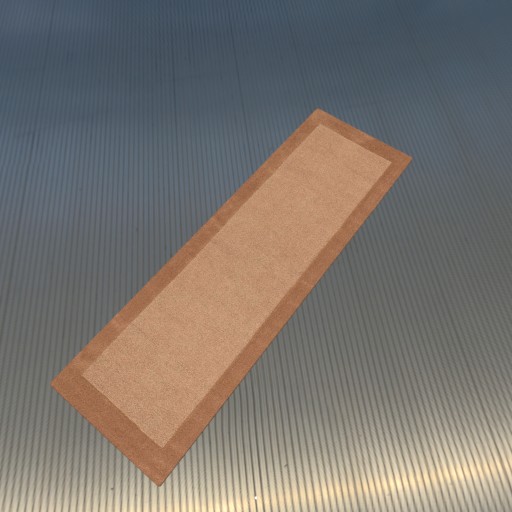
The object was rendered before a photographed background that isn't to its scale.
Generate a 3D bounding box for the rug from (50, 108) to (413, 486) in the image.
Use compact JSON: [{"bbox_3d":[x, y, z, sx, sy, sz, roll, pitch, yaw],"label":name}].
[{"bbox_3d":[0.000,0.000,2.588,0.764,0.017,2.439,34,67,17],"label":"rug"}]
